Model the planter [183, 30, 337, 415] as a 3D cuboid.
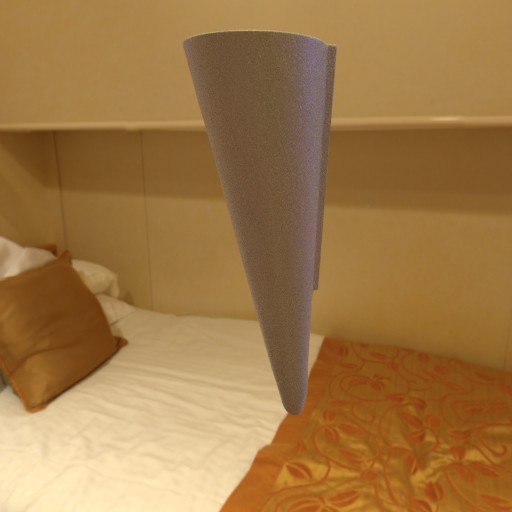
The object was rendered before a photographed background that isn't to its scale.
[{"bbox_3d":[0.000,0.000,0.219,0.064,0.191,0.057,-7,16,-23],"label":"planter"}]
